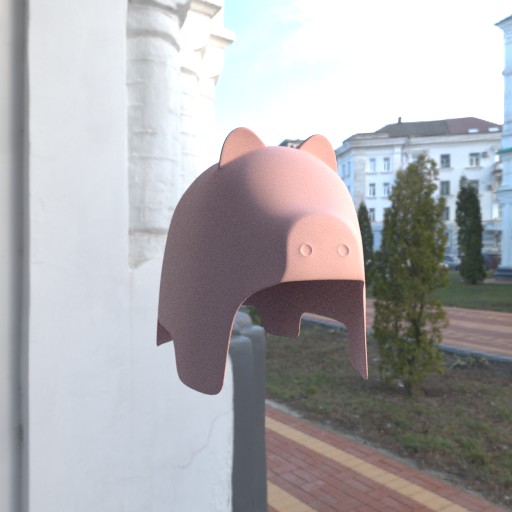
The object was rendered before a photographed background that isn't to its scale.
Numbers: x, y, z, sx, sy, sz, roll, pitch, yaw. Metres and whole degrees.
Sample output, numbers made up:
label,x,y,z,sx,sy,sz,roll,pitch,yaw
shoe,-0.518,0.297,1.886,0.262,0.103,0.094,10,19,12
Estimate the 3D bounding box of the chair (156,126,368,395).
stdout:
label,x,y,z,sx,sy,sz,roll,pitch,yaw
chair,0.000,0.000,0.885,0.364,0.423,0.619,0,0,-18
